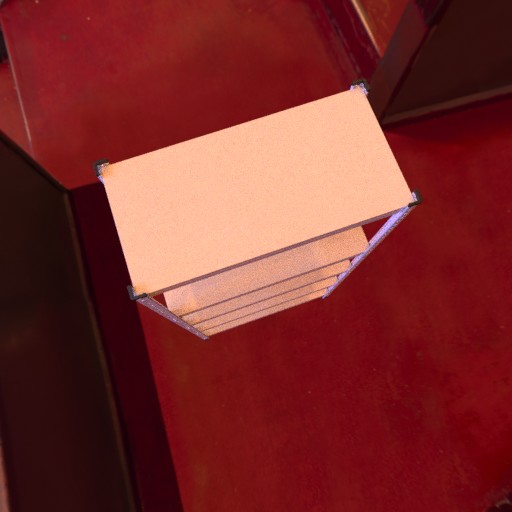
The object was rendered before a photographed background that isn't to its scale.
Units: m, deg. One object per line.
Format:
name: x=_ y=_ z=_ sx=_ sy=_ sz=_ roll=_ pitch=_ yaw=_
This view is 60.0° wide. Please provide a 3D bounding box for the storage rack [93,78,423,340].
storage rack: x=0.000 y=0.000 z=2.237 sx=0.914 sy=1.829 sz=0.457 roll=-19 pitch=76 yaw=-5
